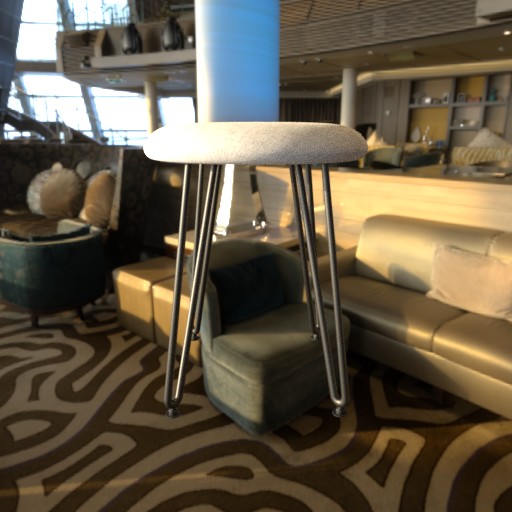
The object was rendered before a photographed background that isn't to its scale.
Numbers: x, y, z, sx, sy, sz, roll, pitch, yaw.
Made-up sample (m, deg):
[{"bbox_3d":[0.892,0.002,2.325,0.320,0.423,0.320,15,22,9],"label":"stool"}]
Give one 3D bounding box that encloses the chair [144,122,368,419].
[{"bbox_3d":[0.000,0.000,0.670,0.350,0.386,0.350,15,22,42],"label":"chair"}]
